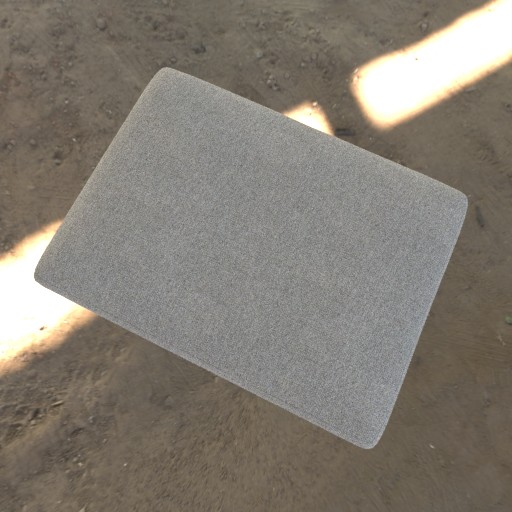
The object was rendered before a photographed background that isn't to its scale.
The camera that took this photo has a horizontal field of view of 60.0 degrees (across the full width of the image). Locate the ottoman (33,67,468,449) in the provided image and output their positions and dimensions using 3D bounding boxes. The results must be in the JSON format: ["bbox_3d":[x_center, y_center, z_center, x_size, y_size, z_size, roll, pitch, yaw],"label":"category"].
[{"bbox_3d":[0.000,0.000,1.148,0.821,0.441,0.611,25,77,6],"label":"ottoman"}]
